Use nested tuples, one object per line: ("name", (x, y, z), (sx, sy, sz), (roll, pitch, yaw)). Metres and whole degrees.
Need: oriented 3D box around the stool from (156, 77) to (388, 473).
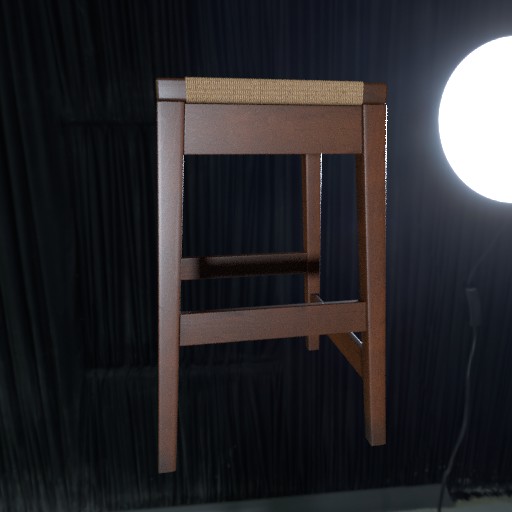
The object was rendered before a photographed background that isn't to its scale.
("stool", (0.000, 0.000, 1.091), (0.497, 0.762, 0.507), (-3, 15, -10))
